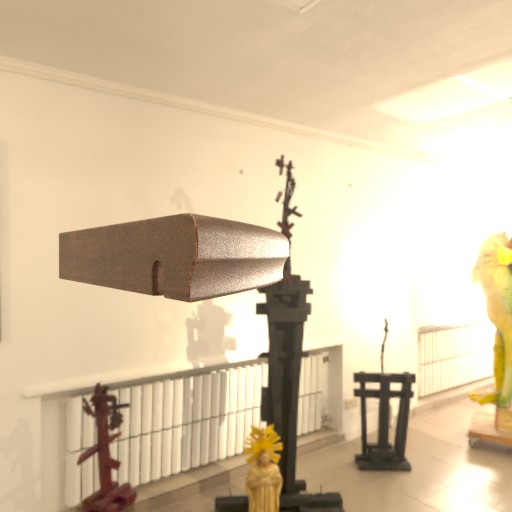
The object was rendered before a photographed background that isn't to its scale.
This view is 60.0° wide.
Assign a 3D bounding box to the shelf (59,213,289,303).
[{"bbox_3d":[0.000,0.000,0.452,0.310,0.050,0.310,0,0,-36],"label":"shelf"}]
